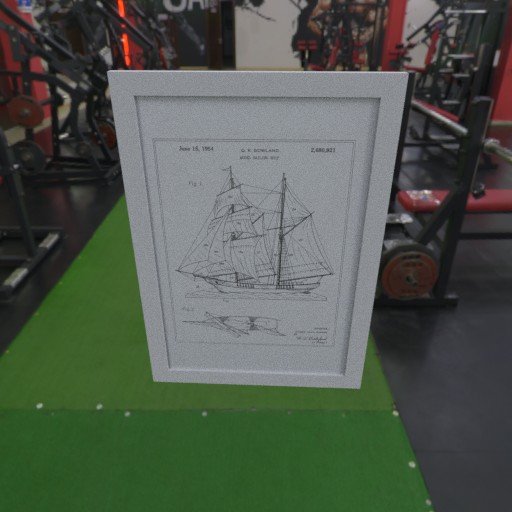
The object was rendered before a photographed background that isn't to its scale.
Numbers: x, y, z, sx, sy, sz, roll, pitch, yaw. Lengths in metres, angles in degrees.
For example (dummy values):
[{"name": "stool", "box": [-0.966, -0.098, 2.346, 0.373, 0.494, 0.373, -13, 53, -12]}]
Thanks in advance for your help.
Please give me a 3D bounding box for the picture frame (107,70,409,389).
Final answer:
[{"name": "picture frame", "box": [0.000, 0.000, 0.594, 0.326, 0.459, 0.011, 1, 29, 2]}]
